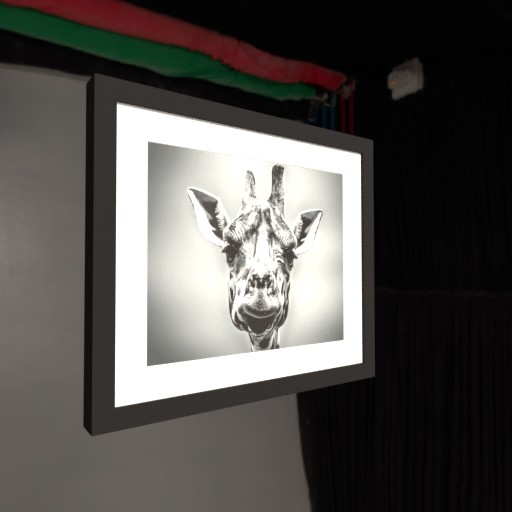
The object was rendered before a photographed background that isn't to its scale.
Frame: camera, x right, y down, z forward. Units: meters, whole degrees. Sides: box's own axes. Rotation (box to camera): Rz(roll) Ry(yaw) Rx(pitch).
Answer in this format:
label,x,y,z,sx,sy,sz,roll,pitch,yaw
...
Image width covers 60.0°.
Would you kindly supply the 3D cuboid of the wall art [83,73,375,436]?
label,x,y,z,sx,sy,sz,roll,pitch,yaw
wall art,0.000,0.000,0.523,0.381,0.330,0.031,1,-2,-35
